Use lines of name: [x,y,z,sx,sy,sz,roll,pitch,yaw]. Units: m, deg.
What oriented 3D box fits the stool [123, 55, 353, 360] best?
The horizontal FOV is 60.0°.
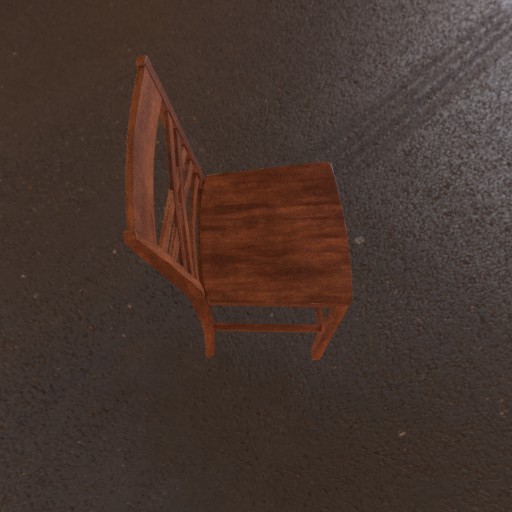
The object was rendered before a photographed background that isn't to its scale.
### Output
stool: [0.000,0.000,1.327,0.487,1.105,0.433,-3,65,-1]
